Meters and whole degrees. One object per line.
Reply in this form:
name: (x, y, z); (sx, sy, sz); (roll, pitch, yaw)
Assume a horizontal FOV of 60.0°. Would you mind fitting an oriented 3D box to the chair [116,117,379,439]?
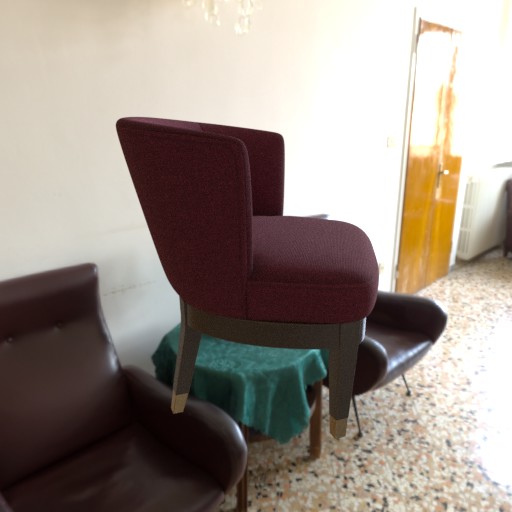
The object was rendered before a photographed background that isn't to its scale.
chair: (0.000, 0.000, 1.267); (0.660, 0.760, 0.700); (3, 16, 9)
